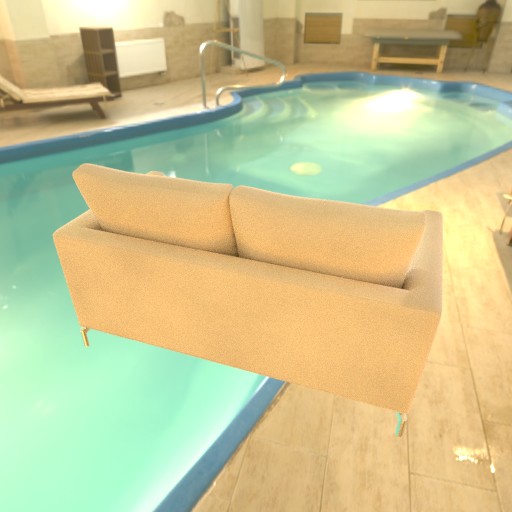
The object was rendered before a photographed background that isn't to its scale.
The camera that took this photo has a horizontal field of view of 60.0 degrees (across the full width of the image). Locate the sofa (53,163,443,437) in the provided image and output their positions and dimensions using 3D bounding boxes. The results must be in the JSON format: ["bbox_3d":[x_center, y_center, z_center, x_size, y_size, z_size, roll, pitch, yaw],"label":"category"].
[{"bbox_3d":[0.000,0.000,2.289,1.739,0.995,0.906,11,33,17],"label":"sofa"}]
